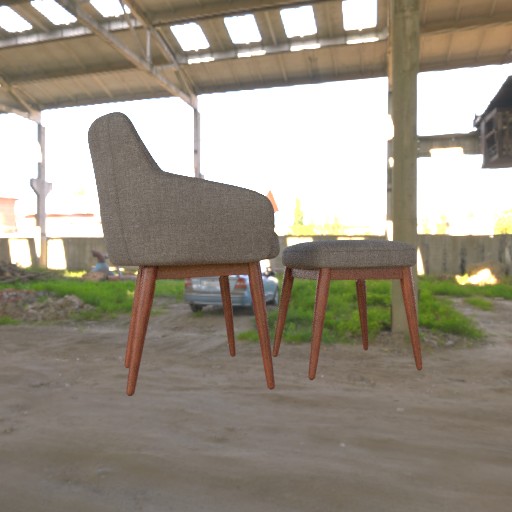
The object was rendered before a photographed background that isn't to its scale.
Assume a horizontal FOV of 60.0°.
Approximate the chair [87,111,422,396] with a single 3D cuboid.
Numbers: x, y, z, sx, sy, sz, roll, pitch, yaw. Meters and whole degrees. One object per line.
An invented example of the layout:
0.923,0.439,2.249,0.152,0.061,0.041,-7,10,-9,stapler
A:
0.000,0.000,1.553,1.107,0.799,0.584,0,0,-17,chair
